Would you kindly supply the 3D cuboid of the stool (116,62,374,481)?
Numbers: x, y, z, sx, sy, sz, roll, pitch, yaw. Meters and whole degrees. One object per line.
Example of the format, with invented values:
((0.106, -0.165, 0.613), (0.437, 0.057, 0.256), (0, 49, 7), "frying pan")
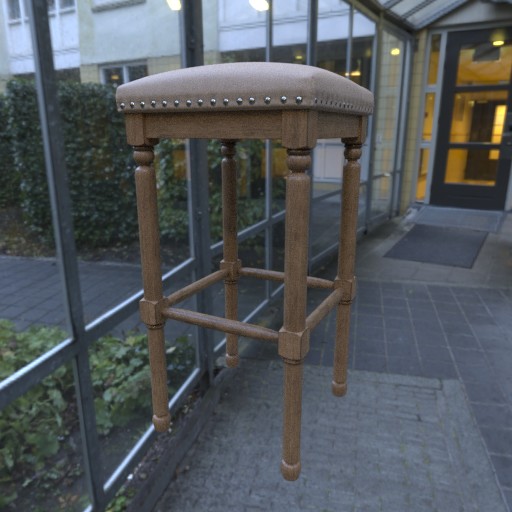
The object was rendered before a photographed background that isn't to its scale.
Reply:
((0.000, 0.000, 0.963), (0.383, 0.768, 0.382), (8, 18, 26), "stool")
